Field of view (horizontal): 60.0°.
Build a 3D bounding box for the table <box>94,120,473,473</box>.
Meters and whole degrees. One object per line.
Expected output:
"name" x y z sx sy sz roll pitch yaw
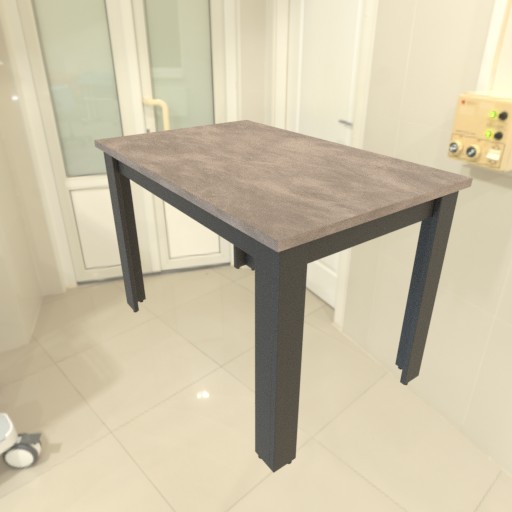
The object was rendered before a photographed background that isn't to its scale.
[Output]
"table" 0.000 0.000 1.617 0.700 0.734 1.100 -19 32 -32
